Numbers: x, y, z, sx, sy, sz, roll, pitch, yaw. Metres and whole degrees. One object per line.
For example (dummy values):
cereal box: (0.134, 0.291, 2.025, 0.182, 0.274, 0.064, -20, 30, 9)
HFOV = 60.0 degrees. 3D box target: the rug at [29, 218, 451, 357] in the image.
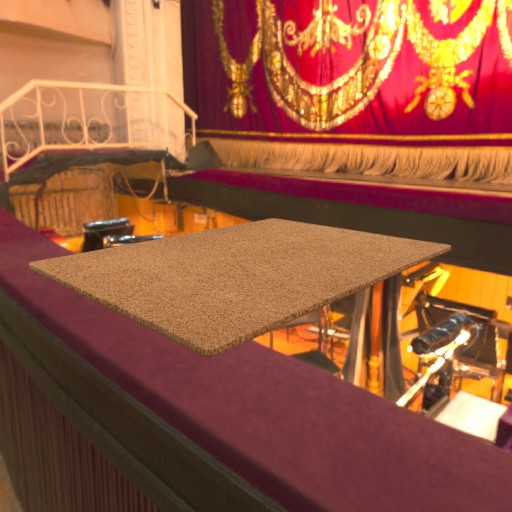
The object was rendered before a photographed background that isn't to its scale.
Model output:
rug: (0.000, 0.000, 2.062, 1.199, 0.025, 1.600, 13, 20, 42)
